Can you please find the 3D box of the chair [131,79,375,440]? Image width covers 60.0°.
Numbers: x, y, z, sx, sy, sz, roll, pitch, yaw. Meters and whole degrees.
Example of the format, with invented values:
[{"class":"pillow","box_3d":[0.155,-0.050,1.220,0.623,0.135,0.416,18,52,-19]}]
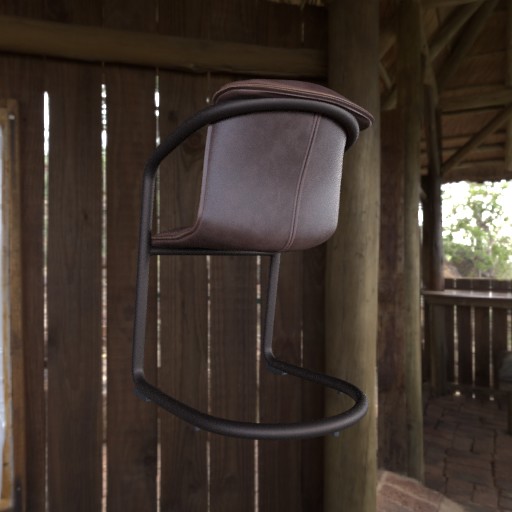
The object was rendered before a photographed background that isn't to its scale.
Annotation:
[{"class":"chair","box_3d":[0.000,0.000,1.286,0.536,0.836,0.664,0,0,-36]}]
